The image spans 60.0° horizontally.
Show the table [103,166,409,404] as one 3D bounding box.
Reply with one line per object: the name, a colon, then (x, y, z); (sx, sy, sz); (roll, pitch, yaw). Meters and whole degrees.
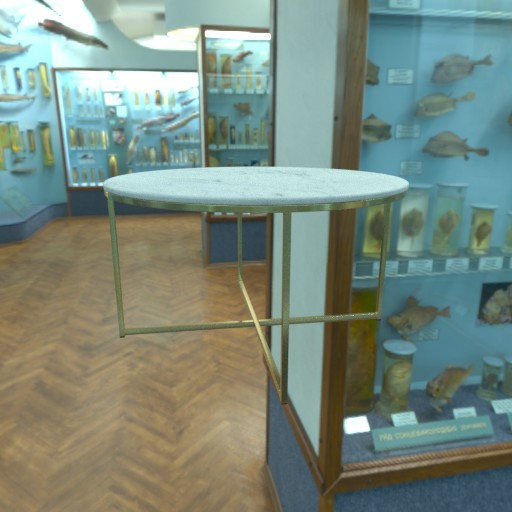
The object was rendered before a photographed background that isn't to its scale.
table: (0.000, 0.000, 1.278); (0.800, 0.450, 0.800); (0, 16, 0)
